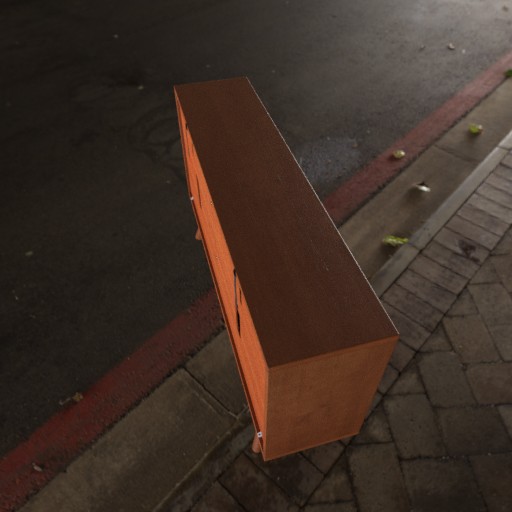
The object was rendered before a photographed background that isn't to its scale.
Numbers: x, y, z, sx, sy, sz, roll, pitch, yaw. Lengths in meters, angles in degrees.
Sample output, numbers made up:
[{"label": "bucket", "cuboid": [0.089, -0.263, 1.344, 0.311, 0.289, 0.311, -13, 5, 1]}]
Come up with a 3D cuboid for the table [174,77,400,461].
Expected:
[{"label": "table", "cuboid": [0.000, 0.000, 1.533, 0.308, 0.698, 1.220, -12, 48, -11]}]
